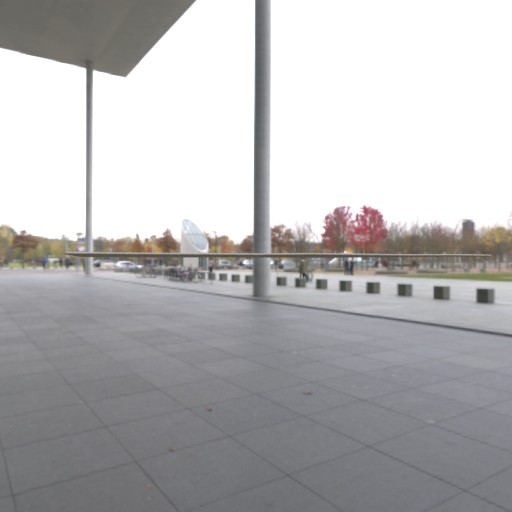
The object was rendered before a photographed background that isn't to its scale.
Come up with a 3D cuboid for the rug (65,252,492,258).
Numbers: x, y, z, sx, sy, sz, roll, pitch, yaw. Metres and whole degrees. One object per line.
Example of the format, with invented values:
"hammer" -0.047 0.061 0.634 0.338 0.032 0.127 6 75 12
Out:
"rug" 0.000 0.000 4.091 3.055 0.021 2.410 0 -1 -19
